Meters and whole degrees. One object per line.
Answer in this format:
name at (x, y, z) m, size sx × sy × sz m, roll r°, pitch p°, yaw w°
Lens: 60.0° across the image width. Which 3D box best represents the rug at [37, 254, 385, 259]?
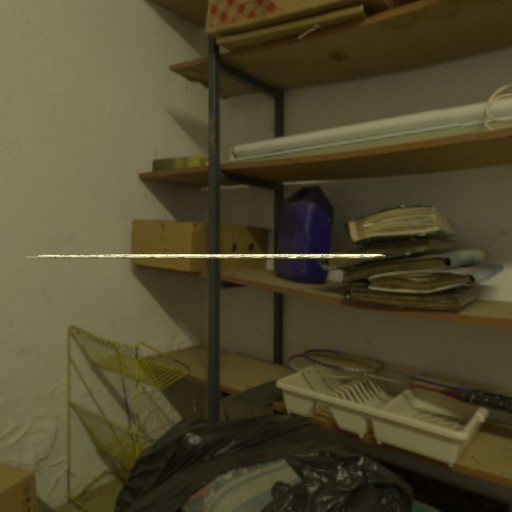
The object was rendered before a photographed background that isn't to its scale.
rug at (0.000, 0.000, 3.901) m, size 2.125 × 0.028 × 3.027 m, roll 0°, pitch 0°, yaw 18°
